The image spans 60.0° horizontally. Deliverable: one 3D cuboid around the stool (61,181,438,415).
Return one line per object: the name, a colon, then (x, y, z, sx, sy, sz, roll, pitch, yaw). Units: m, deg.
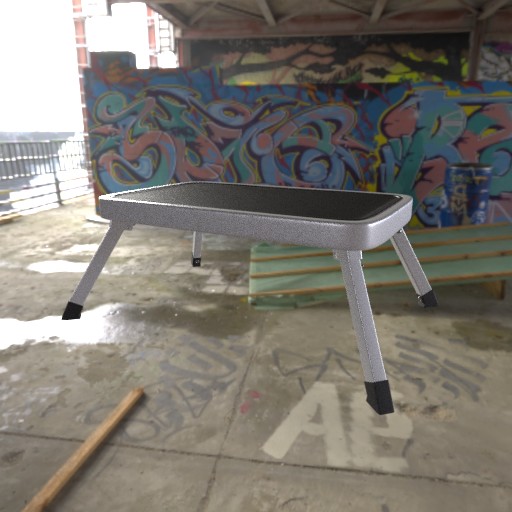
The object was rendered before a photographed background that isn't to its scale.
stool: (0.000, 0.000, 0.623, 0.460, 0.170, 0.320, 9, 18, 28)
